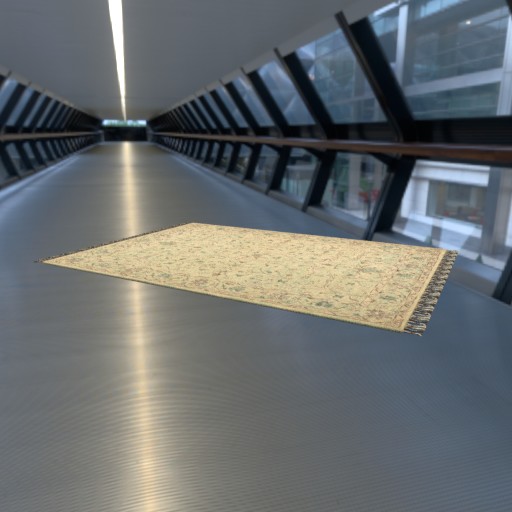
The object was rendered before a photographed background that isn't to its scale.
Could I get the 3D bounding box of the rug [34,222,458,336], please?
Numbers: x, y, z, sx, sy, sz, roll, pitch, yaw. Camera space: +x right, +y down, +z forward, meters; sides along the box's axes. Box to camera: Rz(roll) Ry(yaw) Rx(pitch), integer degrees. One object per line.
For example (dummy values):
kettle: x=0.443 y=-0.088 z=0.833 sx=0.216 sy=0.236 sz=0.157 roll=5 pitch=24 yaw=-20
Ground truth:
rug: x=0.000 y=0.000 z=2.265 sx=1.802 sy=0.008 sz=1.247 roll=8 pitch=16 yaw=28
